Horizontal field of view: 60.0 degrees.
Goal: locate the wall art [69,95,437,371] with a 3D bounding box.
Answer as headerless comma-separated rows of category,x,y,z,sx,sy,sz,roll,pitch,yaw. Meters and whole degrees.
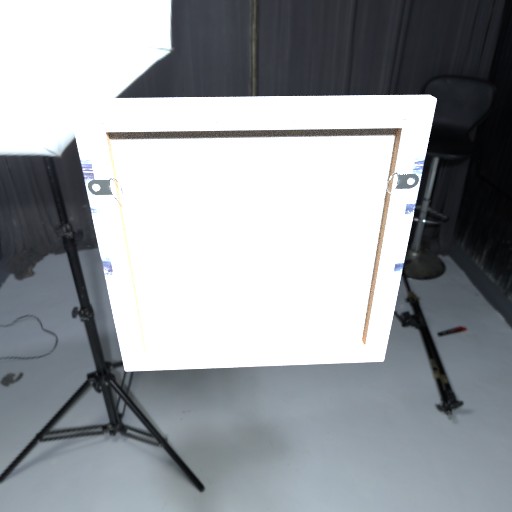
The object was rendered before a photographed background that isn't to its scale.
wall art,0.000,0.000,1.101,0.755,0.747,0.065,-2,31,-3
